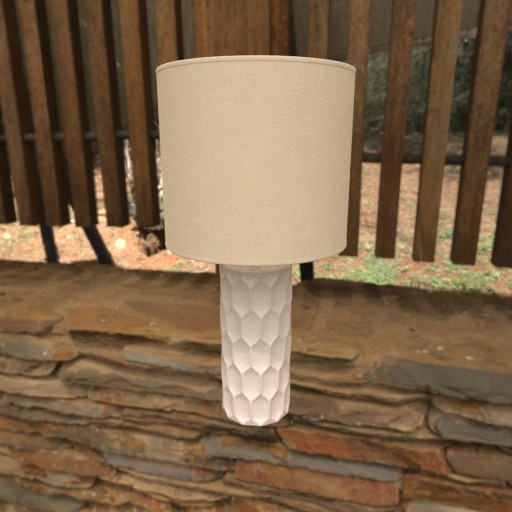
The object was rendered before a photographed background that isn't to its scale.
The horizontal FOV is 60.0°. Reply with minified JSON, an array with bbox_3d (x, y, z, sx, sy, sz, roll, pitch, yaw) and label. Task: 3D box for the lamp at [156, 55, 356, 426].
[{"bbox_3d":[0.000,0.000,0.696,0.277,0.537,0.277,2,15,7],"label":"lamp"}]
